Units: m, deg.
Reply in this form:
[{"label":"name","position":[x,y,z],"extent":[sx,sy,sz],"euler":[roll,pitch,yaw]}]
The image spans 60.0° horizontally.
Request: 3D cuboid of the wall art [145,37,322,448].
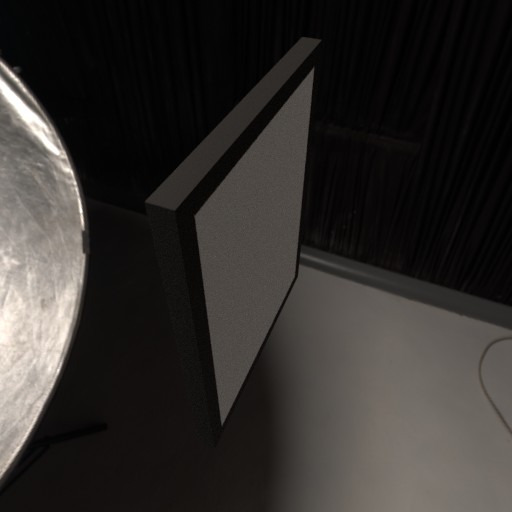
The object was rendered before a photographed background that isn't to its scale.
[{"label":"wall art","position":[0.000,0.000,0.546],"extent":[0.024,0.404,0.329],"euler":[17,48,16]}]
